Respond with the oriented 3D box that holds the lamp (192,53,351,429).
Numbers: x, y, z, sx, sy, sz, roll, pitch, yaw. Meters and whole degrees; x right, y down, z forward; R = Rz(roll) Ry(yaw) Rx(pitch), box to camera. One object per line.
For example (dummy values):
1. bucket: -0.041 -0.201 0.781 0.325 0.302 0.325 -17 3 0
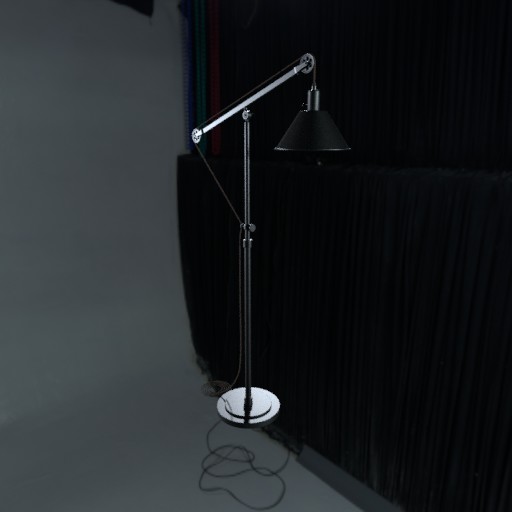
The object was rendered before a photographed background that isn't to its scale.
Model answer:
1. lamp: 0.000 0.000 2.008 0.319 1.626 0.904 -13 20 -42
